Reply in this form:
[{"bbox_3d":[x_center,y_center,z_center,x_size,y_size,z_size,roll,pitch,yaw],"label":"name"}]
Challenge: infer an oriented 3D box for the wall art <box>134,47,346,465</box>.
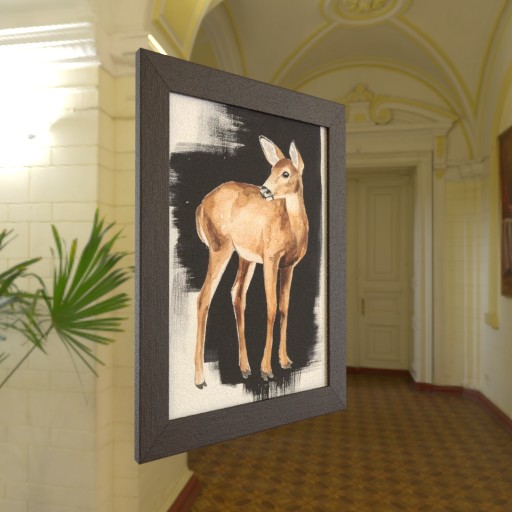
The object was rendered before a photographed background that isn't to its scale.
[{"bbox_3d":[0.000,0.000,0.653,0.359,0.513,0.017,0,-1,-35],"label":"wall art"}]
